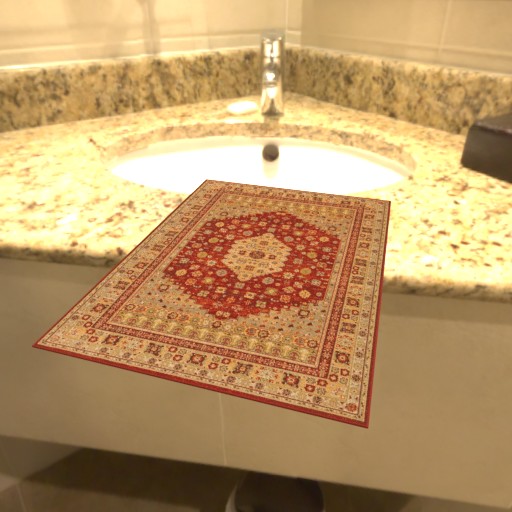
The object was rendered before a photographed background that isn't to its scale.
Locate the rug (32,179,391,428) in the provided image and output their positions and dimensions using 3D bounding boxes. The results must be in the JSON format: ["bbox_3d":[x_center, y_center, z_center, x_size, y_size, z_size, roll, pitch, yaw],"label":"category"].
[{"bbox_3d":[0.000,0.000,2.843,1.593,0.013,2.211,9,33,14],"label":"rug"}]
